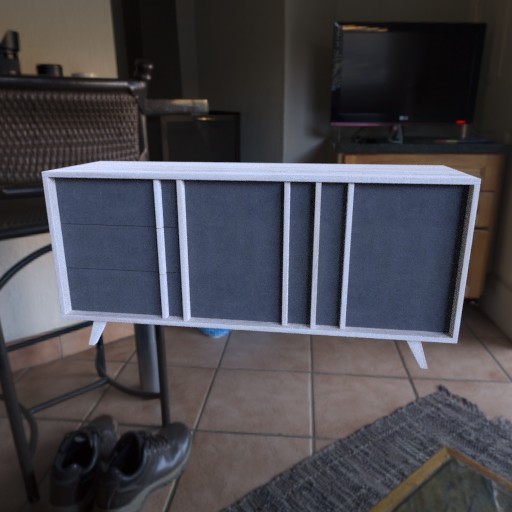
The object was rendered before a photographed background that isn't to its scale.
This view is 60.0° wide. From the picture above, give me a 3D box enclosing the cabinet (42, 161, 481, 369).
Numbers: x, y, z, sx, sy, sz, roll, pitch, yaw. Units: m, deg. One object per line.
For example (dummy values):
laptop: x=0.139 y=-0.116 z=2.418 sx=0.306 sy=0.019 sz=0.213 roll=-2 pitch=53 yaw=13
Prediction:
cabinet: x=0.000 y=0.000 z=2.000 sx=1.650 sy=0.780 sz=0.500 roll=2 pitch=17 yaw=8
